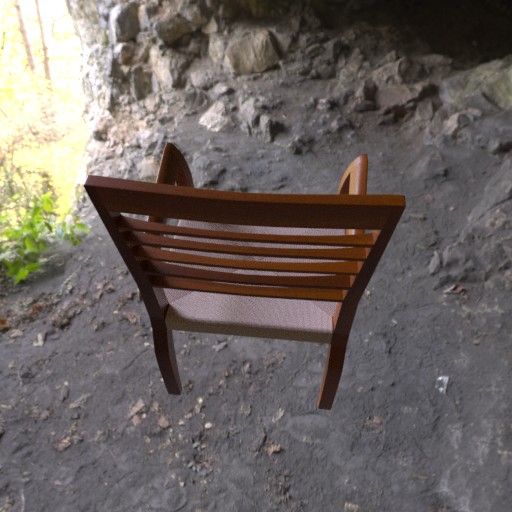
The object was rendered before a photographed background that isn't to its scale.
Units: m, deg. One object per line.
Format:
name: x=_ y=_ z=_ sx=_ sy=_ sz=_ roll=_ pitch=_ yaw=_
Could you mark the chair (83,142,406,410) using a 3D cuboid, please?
chair: x=0.000 y=0.000 z=1.237 sx=0.587 sy=0.855 sz=0.540 roll=4 pitch=47 yaw=4
